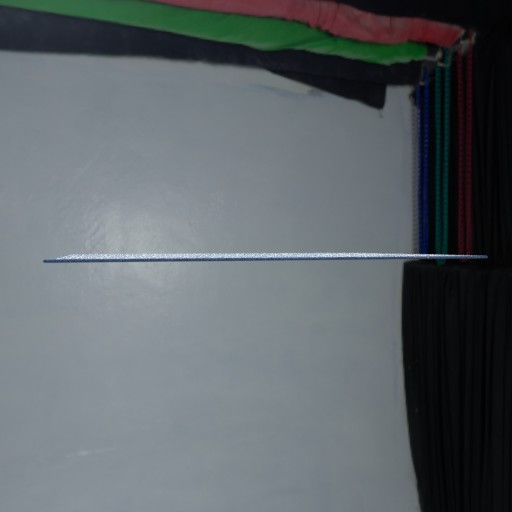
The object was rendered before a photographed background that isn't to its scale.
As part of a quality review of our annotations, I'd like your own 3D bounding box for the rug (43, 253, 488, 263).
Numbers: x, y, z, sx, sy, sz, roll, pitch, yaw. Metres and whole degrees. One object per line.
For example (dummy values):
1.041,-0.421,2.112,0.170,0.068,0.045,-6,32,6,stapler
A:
0.000,0.000,2.999,2.441,0.015,1.526,0,1,-19,rug
